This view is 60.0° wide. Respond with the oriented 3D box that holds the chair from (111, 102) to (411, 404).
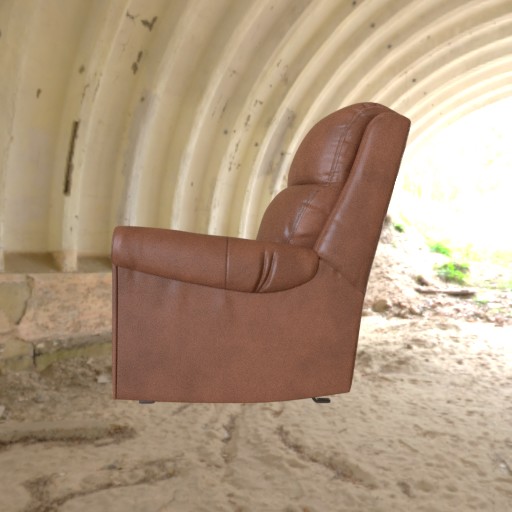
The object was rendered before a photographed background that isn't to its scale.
[{"bbox_3d":[0.000,0.000,1.786,1.014,1.054,0.838,0,-1,-1],"label":"chair"}]
